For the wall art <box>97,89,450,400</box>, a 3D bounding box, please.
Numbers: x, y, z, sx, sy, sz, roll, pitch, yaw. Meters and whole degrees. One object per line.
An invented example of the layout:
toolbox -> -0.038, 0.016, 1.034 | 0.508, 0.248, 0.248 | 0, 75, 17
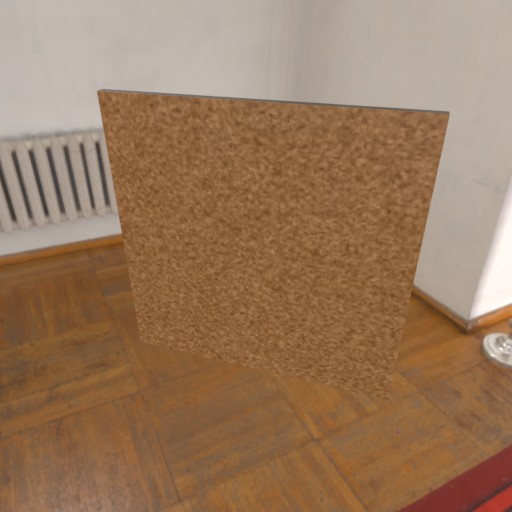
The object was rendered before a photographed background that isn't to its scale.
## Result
wall art -> 0.000, 0.000, 0.657 | 0.446, 0.445, 0.014 | 9, 32, 15
